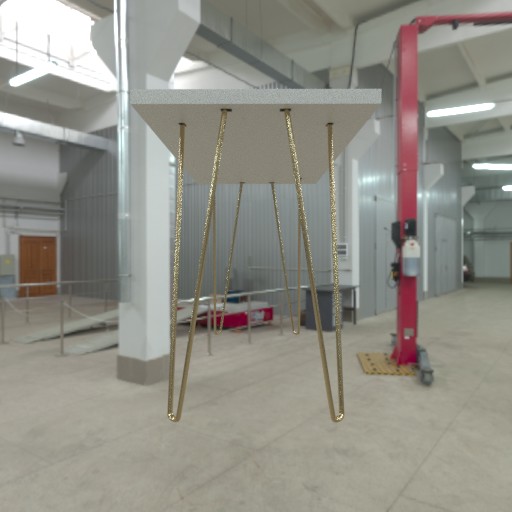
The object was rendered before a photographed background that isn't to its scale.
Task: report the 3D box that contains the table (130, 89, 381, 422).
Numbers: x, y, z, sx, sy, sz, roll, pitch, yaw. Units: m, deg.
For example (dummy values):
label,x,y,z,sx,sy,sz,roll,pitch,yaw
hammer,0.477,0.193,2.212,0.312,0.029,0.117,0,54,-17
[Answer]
label,x,y,z,sx,sy,sz,roll,pitch,yaw
table,0.000,0.000,1.368,0.498,0.660,0.991,0,0,0
